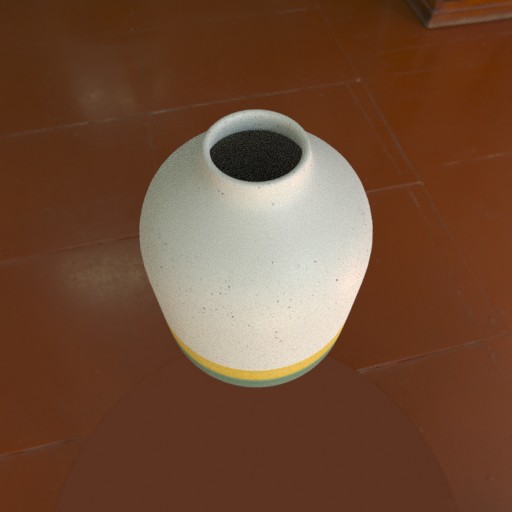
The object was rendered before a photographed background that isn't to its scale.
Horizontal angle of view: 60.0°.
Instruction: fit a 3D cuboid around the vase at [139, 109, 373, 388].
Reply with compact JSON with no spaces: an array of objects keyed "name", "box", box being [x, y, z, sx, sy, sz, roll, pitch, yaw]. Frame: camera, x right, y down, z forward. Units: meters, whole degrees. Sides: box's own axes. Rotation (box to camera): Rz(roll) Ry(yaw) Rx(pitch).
[{"name":"vase","box":[0.000,0.000,0.358,0.169,0.240,0.169,0,58,0]}]
